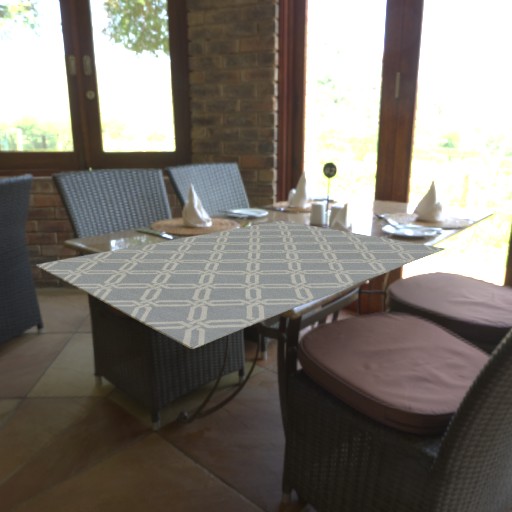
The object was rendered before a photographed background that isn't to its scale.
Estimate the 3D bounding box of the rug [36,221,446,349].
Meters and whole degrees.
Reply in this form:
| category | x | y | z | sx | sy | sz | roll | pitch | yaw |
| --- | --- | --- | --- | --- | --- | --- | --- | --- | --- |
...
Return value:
| category | x | y | z | sx | sy | sz | roll | pitch | yaw |
| --- | --- | --- | --- | --- | --- | --- | --- | --- | --- |
| rug | 0.000 | 0.000 | 2.794 | 2.133 | 0.013 | 1.522 | -14 | 20 | -43 |
